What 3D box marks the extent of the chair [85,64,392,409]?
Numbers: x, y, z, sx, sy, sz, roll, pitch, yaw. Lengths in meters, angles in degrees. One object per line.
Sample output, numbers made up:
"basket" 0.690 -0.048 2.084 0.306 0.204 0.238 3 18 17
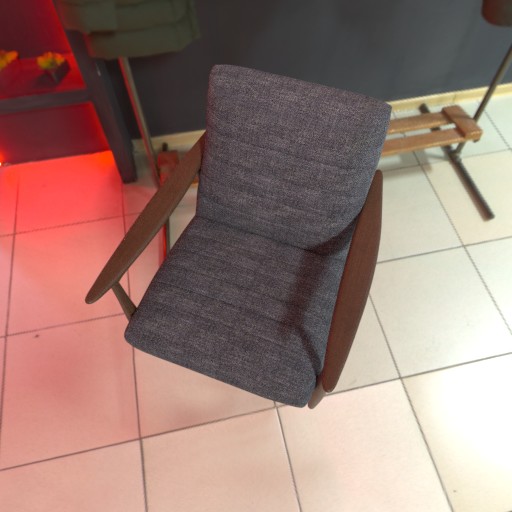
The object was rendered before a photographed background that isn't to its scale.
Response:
"chair" 0.000 0.000 1.468 0.741 0.832 0.798 18 61 10
